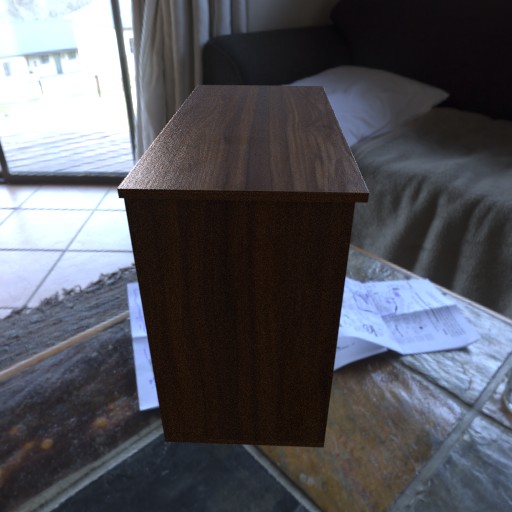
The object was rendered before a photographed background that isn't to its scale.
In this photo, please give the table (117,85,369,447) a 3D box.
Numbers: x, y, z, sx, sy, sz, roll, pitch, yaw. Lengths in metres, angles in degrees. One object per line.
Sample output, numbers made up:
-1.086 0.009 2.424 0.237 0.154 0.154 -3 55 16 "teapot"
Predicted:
0.000 0.000 1.198 0.390 0.725 0.802 1 32 2 "table"
